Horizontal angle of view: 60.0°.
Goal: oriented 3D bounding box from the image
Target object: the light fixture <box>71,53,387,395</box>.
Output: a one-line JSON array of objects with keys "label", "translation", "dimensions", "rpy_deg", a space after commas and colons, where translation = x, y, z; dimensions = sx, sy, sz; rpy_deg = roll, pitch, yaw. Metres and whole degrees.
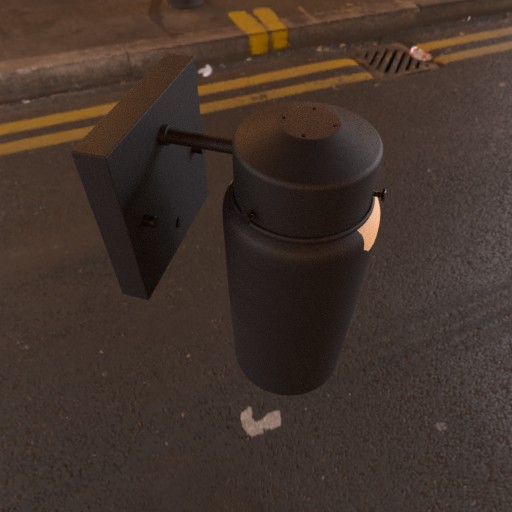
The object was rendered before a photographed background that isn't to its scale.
[{"label": "light fixture", "translation": [0.000, 0.000, 0.364], "dimensions": [0.176, 0.257, 0.130], "rpy_deg": [12, 49, 11]}]
